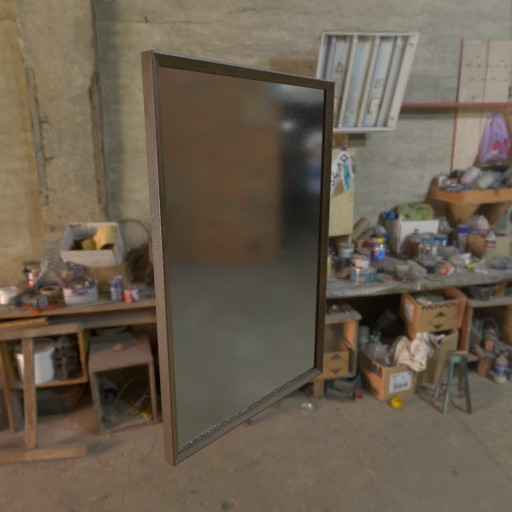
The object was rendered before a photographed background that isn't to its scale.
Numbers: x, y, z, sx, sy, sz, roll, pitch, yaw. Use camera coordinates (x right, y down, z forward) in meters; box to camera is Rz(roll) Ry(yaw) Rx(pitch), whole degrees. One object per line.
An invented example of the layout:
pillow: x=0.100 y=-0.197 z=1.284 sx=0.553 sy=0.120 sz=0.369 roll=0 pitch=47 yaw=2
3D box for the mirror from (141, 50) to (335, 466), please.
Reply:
mirror: x=0.000 y=0.000 z=1.167 sx=0.041 sy=0.915 sz=0.609 roll=13 pitch=19 yaw=42
